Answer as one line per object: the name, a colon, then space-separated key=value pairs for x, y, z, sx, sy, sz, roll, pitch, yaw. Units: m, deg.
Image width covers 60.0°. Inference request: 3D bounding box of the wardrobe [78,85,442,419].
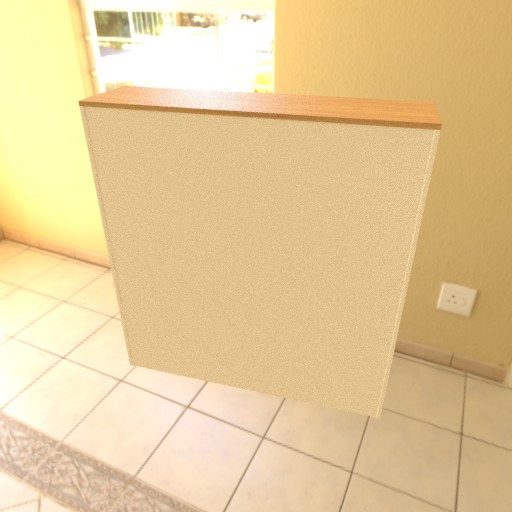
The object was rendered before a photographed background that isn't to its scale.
wardrobe: x=0.000 y=0.000 z=3.360 sx=2.160 sy=2.260 sz=0.590 roll=8 pitch=31 yaw=13
